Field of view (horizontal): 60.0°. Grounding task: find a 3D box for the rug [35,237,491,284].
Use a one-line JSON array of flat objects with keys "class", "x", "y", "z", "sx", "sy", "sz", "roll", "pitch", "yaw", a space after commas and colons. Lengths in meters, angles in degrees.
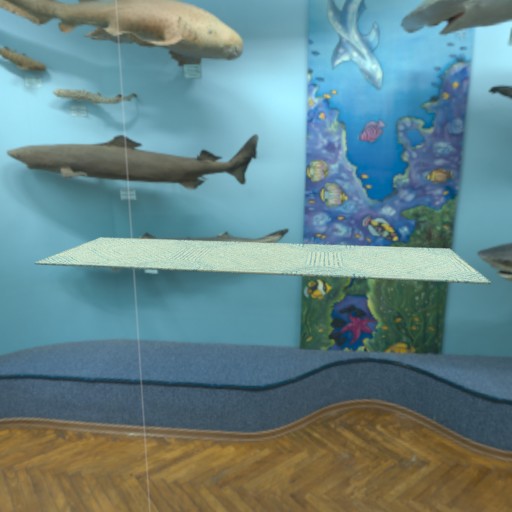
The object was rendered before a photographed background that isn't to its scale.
[{"class": "rug", "x": 0.000, "y": 0.000, "z": 2.721, "sx": 2.452, "sy": 0.012, "sz": 0.775, "roll": 2, "pitch": 14, "yaw": 9}]
